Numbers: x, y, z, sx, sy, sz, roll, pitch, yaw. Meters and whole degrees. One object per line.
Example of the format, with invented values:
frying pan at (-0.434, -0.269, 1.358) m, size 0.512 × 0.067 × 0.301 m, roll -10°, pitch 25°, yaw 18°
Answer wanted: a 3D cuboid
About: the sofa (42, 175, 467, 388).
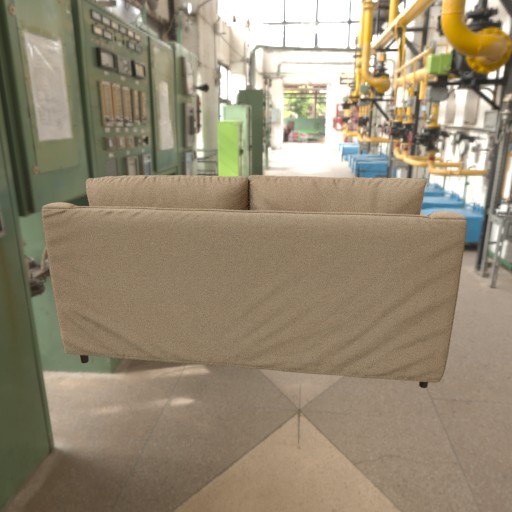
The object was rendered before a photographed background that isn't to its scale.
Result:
sofa at (0.000, 0.000, 2.626) m, size 2.010 × 1.018 × 1.072 m, roll 2°, pitch 17°, yaw 7°
